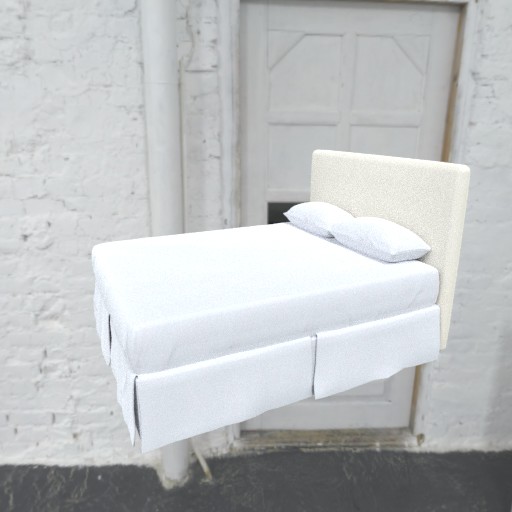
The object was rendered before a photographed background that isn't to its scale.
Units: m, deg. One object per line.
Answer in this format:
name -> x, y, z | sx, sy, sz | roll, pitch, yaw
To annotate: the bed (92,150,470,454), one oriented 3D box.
bed -> 0.000, 0.000, 3.127 | 2.142, 1.330, 1.713 | -8, 19, -24
